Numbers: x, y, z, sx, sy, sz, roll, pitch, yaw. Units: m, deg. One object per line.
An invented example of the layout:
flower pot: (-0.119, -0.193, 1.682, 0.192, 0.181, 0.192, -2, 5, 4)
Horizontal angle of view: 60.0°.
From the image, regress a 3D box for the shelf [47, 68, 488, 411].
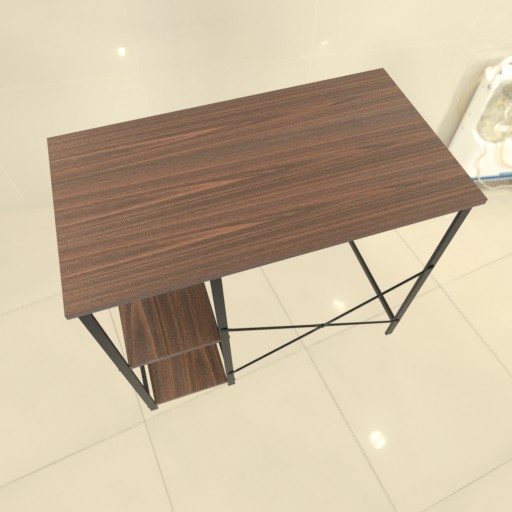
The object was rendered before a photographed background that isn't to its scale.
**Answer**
shelf: (0.000, 0.000, 1.332, 0.902, 0.750, 0.498, -15, 58, -10)
